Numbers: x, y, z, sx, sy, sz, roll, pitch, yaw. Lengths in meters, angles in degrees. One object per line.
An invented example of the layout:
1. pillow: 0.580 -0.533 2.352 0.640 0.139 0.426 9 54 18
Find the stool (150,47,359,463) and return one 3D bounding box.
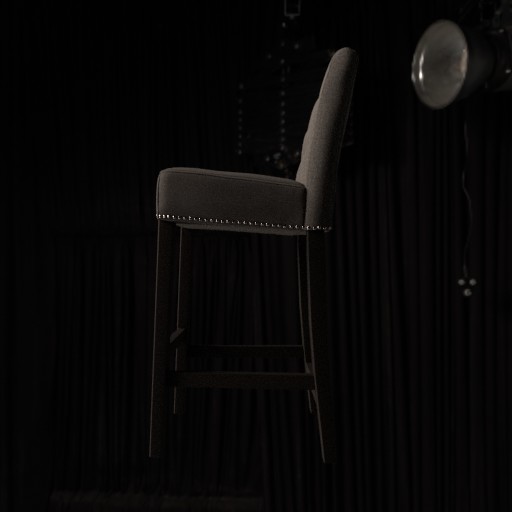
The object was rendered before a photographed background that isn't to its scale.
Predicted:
1. stool: 0.000 0.000 1.306 0.548 1.047 0.411 0 1 1
